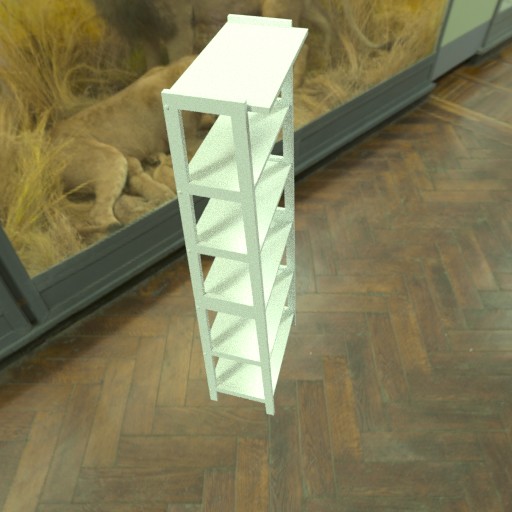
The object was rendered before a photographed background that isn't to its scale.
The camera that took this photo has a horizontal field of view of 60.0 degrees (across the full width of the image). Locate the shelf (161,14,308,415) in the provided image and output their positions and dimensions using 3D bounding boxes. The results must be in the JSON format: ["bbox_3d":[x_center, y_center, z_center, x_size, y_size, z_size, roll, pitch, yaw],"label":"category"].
[{"bbox_3d":[0.000,0.000,2.112,0.381,1.892,0.660,11,47,10],"label":"shelf"}]
